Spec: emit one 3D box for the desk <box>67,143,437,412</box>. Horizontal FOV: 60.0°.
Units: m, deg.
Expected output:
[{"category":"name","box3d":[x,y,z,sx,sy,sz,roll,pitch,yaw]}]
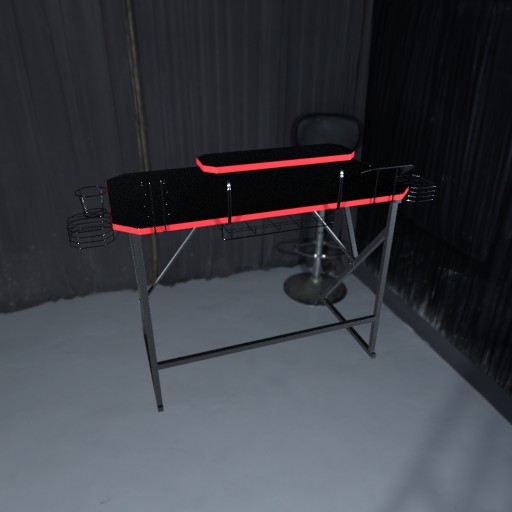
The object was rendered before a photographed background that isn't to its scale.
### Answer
[{"category":"desk","box3d":[0.000,0.000,1.749,1.280,0.913,0.588,-9,29,-17]}]
